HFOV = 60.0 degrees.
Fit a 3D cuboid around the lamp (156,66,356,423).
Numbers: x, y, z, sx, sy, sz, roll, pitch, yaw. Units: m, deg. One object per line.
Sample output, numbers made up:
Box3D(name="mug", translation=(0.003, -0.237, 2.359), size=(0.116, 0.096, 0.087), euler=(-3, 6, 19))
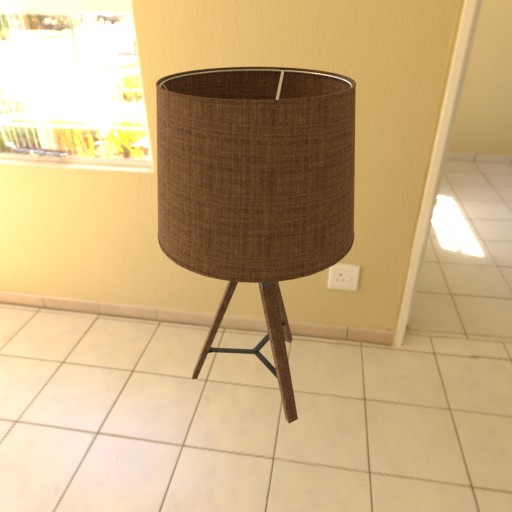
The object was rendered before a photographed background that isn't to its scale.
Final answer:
Box3D(name="lamp", translation=(0.000, 0.000, 0.689), size=(0.290, 0.514, 0.290), euler=(0, 30, 0))
